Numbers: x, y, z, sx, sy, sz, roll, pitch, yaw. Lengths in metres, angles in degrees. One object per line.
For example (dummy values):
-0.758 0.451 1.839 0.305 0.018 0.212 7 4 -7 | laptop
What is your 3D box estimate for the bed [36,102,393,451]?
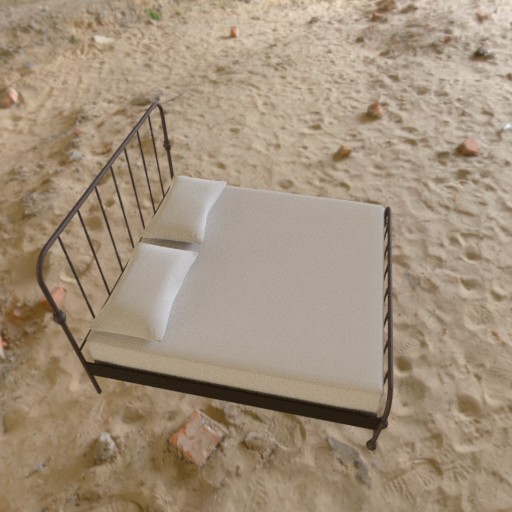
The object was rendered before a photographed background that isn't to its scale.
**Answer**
0.000 0.000 3.421 2.134 1.446 2.044 8 47 8 | bed
